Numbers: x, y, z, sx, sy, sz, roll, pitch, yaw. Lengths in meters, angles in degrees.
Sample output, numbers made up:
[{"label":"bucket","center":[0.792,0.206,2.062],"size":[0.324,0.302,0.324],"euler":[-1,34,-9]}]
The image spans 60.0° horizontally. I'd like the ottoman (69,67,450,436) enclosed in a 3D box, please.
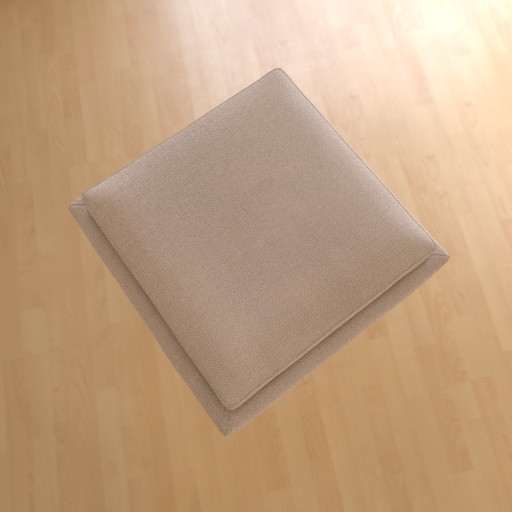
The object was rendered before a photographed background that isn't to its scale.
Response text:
[{"label":"ottoman","center":[0.000,0.000,0.845],"size":[0.450,0.460,0.451],"euler":[-36,78,-9]}]
